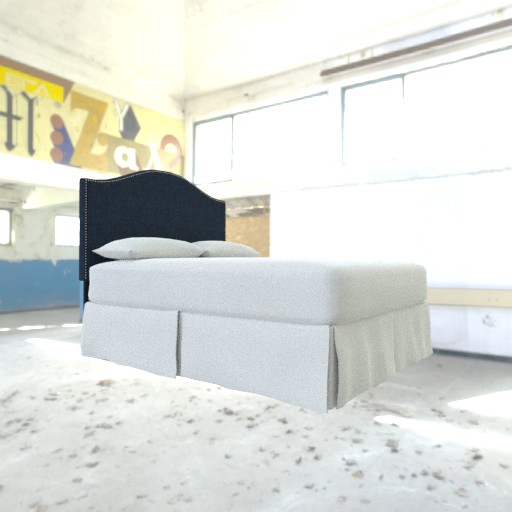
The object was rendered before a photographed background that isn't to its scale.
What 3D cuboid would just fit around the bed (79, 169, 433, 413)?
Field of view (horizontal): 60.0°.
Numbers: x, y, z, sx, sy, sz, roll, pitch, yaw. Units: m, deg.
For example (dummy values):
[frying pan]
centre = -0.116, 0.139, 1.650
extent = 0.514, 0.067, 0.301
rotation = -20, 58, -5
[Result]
[bed]
centre = 0.000, 0.000, 3.318
extent = 2.153, 1.518, 1.725
rotation = 0, -1, 36
